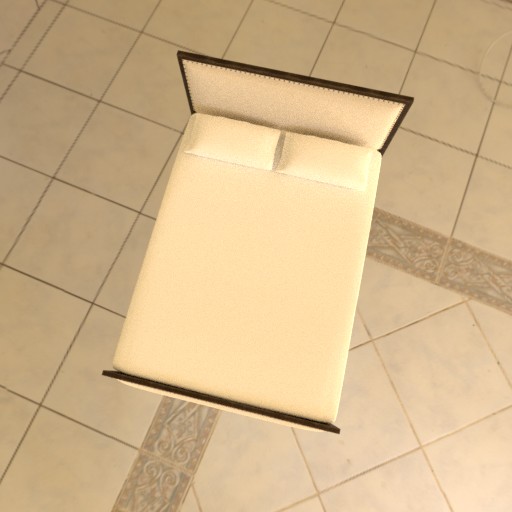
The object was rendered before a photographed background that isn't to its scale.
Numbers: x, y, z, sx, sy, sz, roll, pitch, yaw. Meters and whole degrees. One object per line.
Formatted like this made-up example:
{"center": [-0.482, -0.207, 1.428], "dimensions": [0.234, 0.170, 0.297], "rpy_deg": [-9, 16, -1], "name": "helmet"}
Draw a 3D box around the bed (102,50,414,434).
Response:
{"center": [0.000, 0.000, 3.295], "dimensions": [1.607, 1.313, 2.221], "rpy_deg": [13, 75, 3], "name": "bed"}
